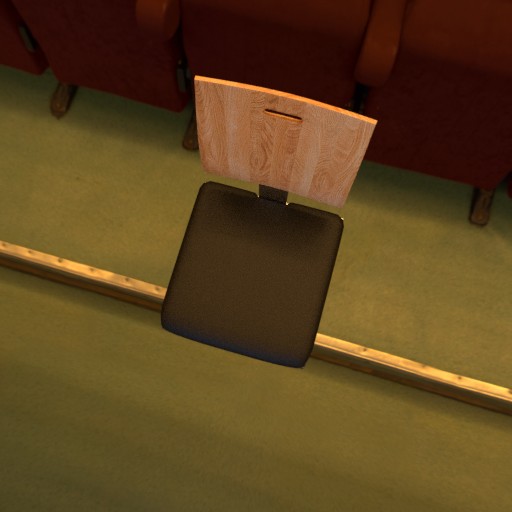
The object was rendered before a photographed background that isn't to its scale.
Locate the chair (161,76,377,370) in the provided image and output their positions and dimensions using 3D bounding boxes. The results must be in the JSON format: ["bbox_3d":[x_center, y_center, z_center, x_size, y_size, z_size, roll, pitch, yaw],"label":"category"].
[{"bbox_3d":[0.000,0.000,1.289,0.462,0.936,0.560,15,76,4],"label":"chair"}]
